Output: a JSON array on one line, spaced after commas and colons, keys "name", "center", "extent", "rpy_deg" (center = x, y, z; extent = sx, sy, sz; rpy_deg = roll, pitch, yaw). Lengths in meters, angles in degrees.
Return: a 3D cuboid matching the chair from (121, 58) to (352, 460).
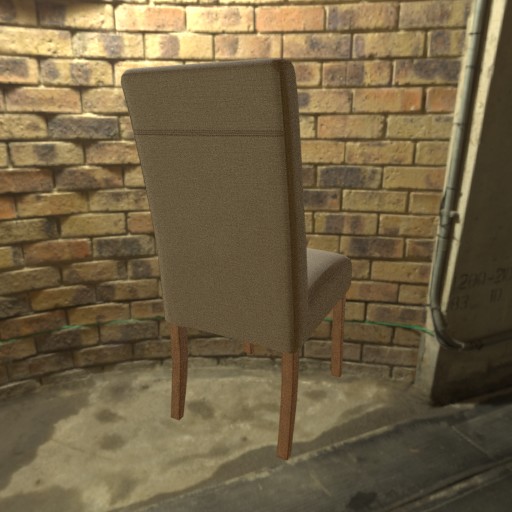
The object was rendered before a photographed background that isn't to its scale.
[{"name": "chair", "center": [0.000, 0.000, 1.360], "extent": [0.450, 1.033, 0.611], "rpy_deg": [9, 19, 27]}]
